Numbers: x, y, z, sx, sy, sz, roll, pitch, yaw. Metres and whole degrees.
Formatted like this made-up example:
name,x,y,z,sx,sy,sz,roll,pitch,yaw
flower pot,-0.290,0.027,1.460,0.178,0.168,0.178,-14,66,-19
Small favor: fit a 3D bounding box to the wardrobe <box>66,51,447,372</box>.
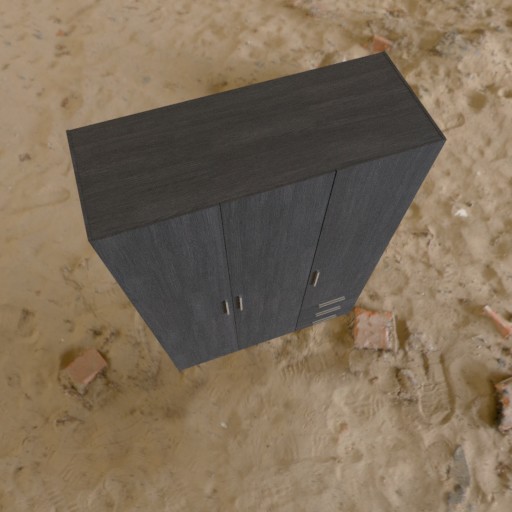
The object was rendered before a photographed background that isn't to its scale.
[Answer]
name,x,y,z,sx,sy,sz,roll,pitch,yaw
wardrobe,0.000,0.000,2.453,1.290,1.910,0.510,-17,64,-9
